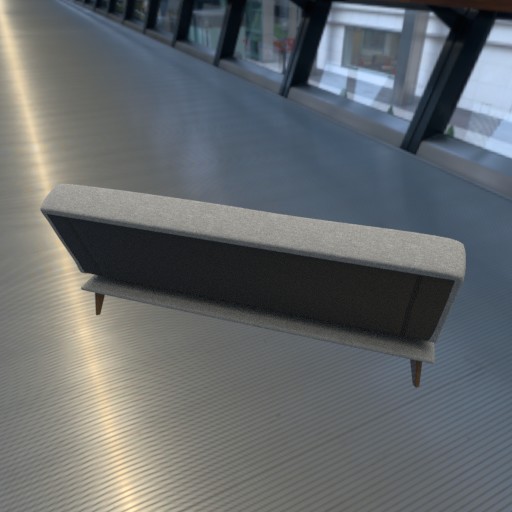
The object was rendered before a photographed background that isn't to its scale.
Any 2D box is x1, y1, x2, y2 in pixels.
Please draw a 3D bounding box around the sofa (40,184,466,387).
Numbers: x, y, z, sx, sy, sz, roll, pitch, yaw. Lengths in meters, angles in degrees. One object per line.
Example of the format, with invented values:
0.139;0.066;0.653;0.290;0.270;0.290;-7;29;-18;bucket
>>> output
0.000;0.000;2.273;1.800;0.810;0.860;10;33;15;sofa
